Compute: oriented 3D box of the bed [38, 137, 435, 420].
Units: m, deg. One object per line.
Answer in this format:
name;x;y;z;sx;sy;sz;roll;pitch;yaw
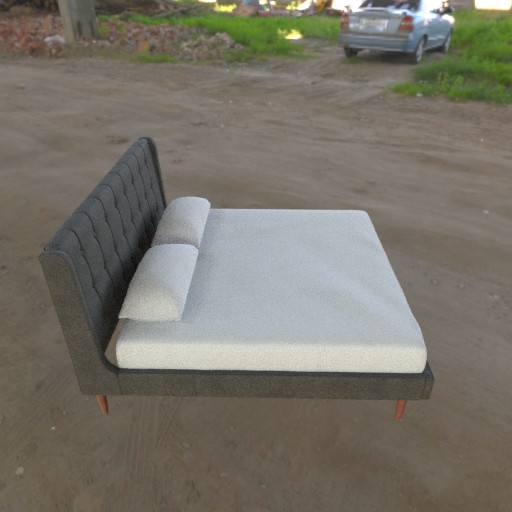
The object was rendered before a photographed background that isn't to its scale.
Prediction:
bed;0.000;0.000;2.548;1.638;0.933;1.531;1;31;1
